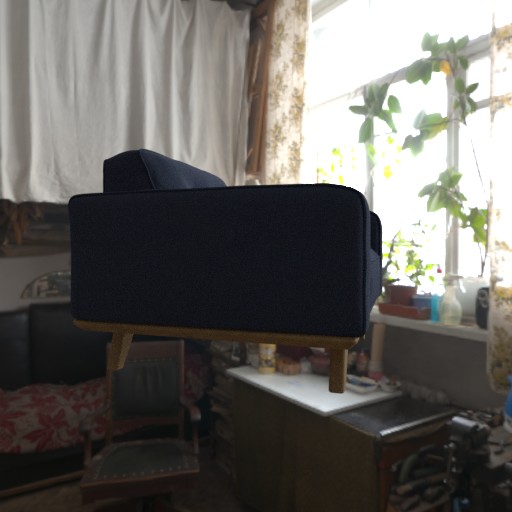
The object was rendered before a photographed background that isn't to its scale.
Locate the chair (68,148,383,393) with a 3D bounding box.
[{"bbox_3d":[0.000,0.000,1.790,0.953,0.783,1.118,0,1,18],"label":"chair"}]
